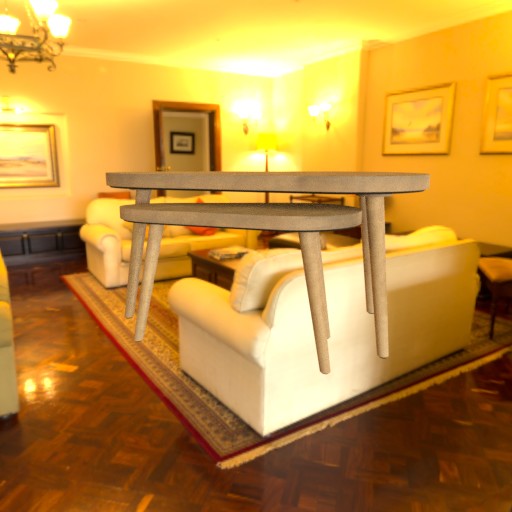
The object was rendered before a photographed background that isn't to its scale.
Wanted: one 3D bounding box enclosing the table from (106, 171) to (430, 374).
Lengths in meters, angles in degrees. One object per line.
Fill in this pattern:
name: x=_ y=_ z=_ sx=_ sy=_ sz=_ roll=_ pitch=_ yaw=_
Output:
table: x=0.000 y=0.000 z=1.626 sx=1.190 sy=0.595 sz=0.701 roll=2 pitch=12 yaw=9
